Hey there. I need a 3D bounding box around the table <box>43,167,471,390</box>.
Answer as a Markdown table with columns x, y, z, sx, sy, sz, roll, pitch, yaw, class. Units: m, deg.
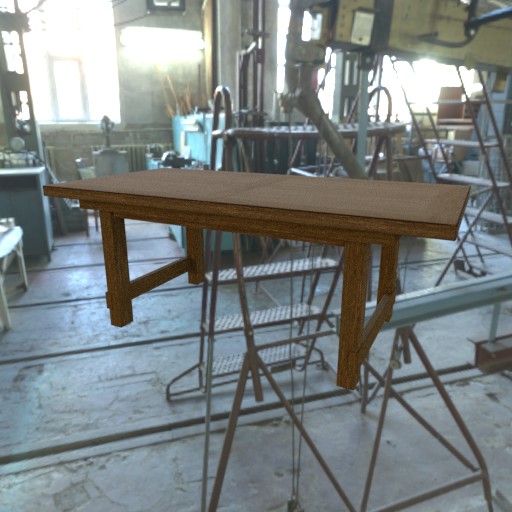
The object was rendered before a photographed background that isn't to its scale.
| x | y | z | sx | sy | sz | roll | pitch | yaw | class |
| --- | --- | --- | --- | --- | --- | --- | --- | --- | --- |
| 0.000 | 0.000 | 2.404 | 1.982 | 0.762 | 1.000 | 9 | 19 | 26 | table |
